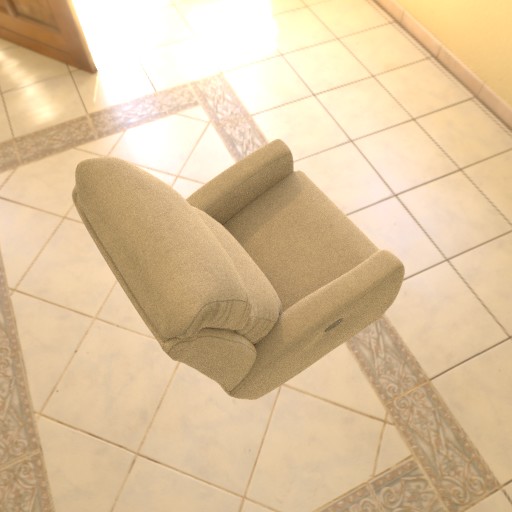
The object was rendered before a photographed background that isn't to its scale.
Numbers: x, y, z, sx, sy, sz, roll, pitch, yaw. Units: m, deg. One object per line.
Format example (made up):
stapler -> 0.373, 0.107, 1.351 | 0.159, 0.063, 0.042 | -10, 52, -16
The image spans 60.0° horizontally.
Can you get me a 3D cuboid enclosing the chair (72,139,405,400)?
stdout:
chair -> 0.000, 0.000, 1.647 | 0.940, 1.021, 0.794 | -31, 64, -17
